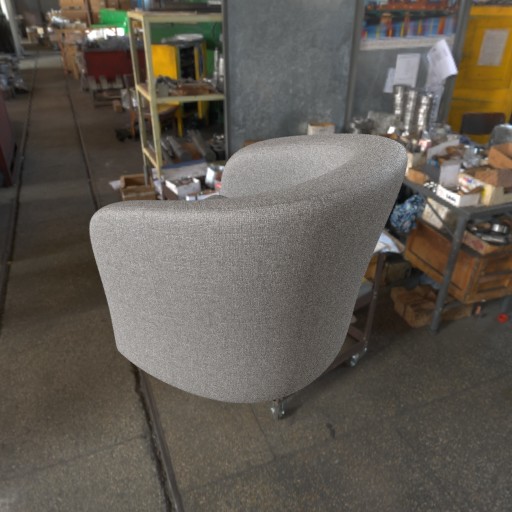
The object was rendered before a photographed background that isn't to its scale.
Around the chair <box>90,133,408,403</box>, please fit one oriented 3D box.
[{"bbox_3d":[0.000,0.000,1.437,0.815,0.771,0.791,19,36,29],"label":"chair"}]
